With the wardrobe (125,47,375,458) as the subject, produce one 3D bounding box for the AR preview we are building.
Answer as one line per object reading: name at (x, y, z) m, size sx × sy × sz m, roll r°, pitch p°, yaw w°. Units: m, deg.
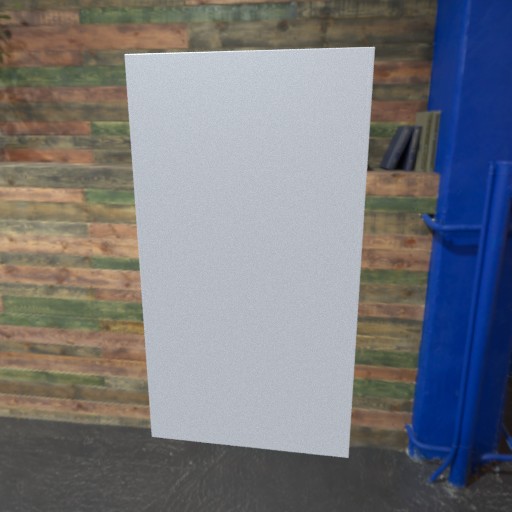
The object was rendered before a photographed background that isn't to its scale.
wardrobe at (0.000, 0.000, 2.236) m, size 0.991 × 1.808 × 0.577 m, roll 2°, pitch 15°, yaw 9°
